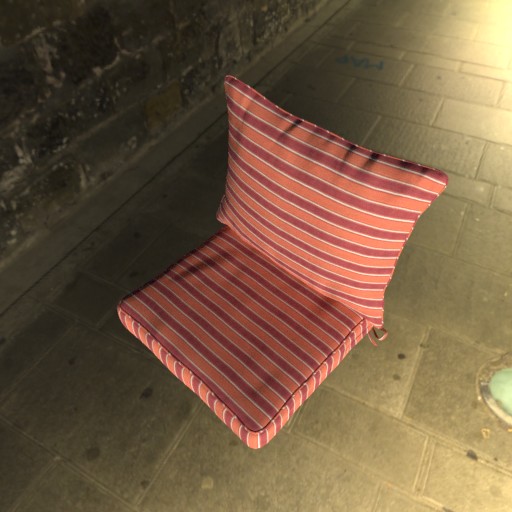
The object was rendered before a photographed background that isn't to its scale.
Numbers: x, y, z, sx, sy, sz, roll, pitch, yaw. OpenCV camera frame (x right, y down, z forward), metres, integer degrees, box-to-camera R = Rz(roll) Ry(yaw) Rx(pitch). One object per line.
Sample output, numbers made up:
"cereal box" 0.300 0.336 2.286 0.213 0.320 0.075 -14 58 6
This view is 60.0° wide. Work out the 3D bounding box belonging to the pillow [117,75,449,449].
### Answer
"pillow" 0.000 0.000 1.393 0.799 0.723 0.733 35 56 27
